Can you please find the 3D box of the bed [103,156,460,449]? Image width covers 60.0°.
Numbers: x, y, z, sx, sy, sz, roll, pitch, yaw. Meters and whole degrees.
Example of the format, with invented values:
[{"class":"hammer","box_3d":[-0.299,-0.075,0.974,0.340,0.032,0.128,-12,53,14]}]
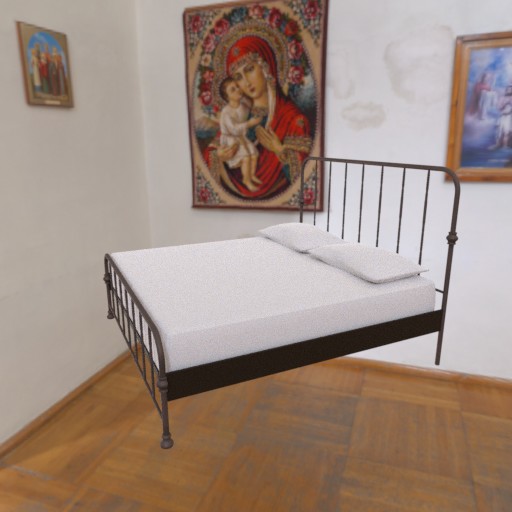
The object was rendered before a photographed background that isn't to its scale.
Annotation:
[{"class":"bed","box_3d":[0.000,0.000,3.545,2.134,1.446,2.044,-7,17,-25]}]
